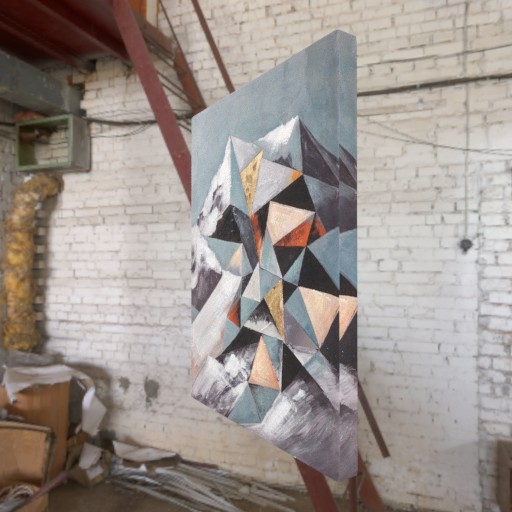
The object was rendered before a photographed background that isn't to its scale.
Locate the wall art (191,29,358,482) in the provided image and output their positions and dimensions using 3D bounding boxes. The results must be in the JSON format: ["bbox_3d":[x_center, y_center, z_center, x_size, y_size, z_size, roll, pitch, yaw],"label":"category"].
[{"bbox_3d":[0.000,0.000,0.795,0.037,0.613,0.455,0,-1,-34],"label":"wall art"}]
